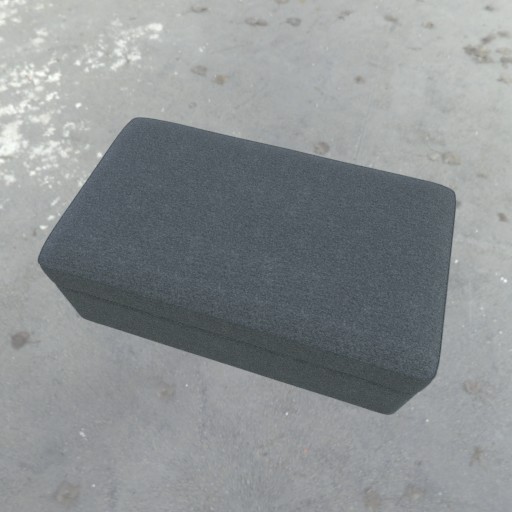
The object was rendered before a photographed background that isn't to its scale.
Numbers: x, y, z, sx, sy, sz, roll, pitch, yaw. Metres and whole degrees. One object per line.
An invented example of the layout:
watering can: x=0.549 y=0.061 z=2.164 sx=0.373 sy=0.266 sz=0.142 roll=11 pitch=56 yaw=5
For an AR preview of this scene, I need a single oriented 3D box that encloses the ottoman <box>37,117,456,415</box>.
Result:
ottoman: x=0.000 y=0.000 z=1.533 sx=1.173 sy=0.494 sz=0.681 roll=15 pitch=59 yaw=9
